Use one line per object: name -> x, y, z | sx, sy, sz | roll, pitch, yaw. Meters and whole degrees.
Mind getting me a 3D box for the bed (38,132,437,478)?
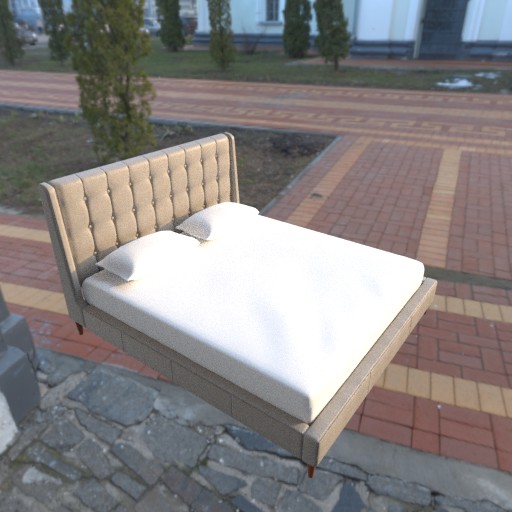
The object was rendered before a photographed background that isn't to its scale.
bed -> 0.000, 0.000, 3.519 | 2.342, 1.289, 2.062 | 19, 33, 32
